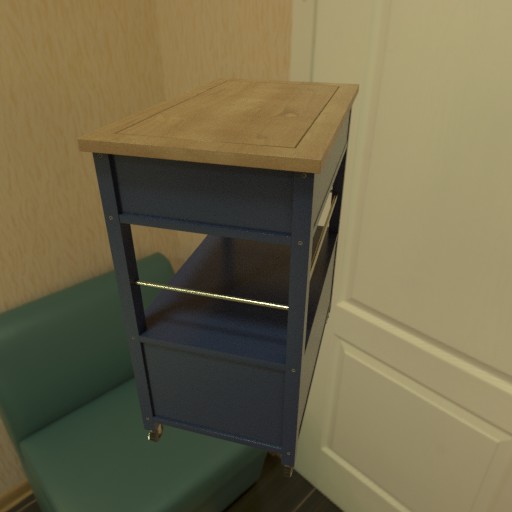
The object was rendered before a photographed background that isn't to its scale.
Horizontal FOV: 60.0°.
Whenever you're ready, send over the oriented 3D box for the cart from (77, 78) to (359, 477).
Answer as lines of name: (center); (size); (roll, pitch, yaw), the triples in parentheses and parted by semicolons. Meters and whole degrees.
cart: (0.000, 0.000, 1.345); (0.459, 0.901, 0.840); (8, 31, 14)
